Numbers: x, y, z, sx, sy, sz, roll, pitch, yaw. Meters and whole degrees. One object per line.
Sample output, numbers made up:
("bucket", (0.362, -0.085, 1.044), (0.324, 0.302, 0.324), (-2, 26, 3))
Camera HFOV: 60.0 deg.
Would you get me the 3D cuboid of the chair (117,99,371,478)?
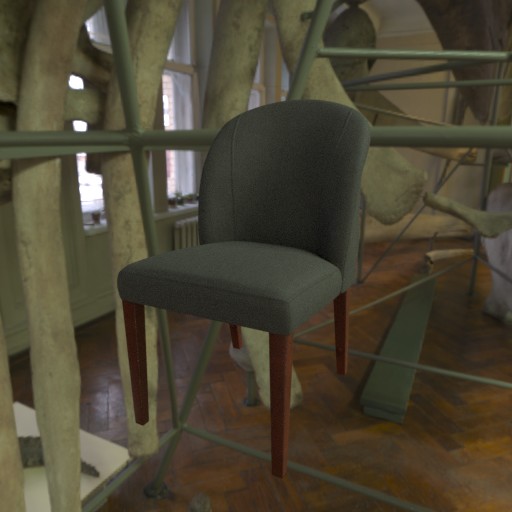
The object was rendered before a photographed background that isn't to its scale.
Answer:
("chair", (0.000, 0.000, 1.252), (0.506, 0.879, 0.619), (8, 17, 27))
